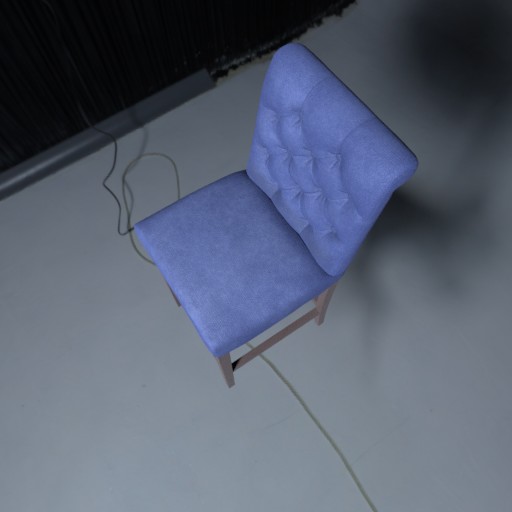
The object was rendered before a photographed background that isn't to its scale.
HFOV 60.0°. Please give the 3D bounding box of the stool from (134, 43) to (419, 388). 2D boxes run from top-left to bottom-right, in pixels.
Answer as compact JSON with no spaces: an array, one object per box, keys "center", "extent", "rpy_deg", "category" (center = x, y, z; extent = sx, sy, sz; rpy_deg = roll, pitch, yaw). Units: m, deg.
[{"center":[0.000,0.000,1.483],"extent":[0.601,1.140,0.493],"rpy_deg":[-31,69,-14],"category":"stool"}]
